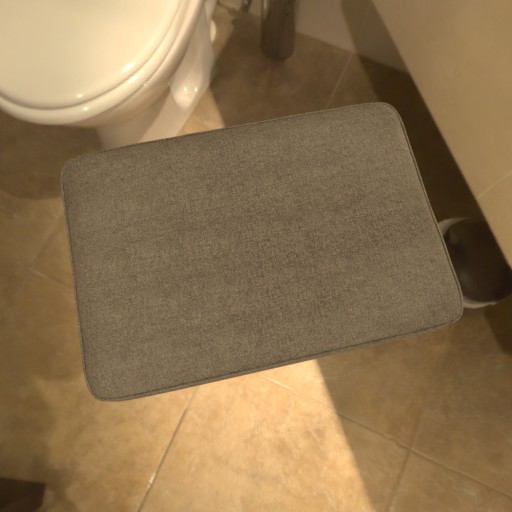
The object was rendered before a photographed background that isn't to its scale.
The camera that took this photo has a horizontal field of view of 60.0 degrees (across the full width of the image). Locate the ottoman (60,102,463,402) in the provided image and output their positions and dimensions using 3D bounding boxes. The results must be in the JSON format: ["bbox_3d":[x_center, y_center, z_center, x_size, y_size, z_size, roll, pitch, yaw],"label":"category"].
[{"bbox_3d":[0.000,0.000,1.132,0.813,0.457,0.561,-12,77,-3],"label":"ottoman"}]
